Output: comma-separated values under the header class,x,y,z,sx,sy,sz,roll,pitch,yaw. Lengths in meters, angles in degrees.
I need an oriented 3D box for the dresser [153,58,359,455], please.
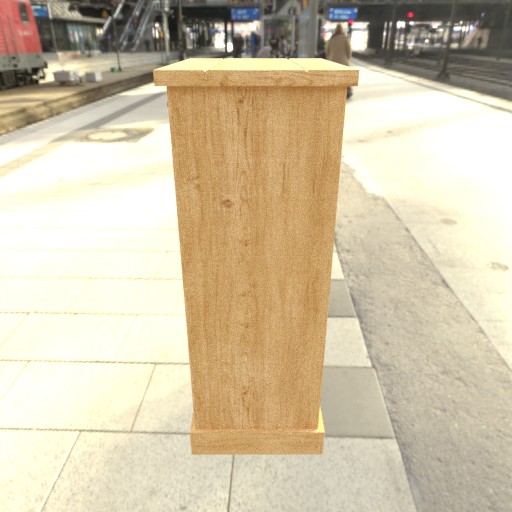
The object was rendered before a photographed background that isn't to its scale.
class,x,y,z,sx,sy,sz,roll,pitch,yaw
dresser,0.000,0.000,1.303,0.390,1.041,0.531,0,26,0
